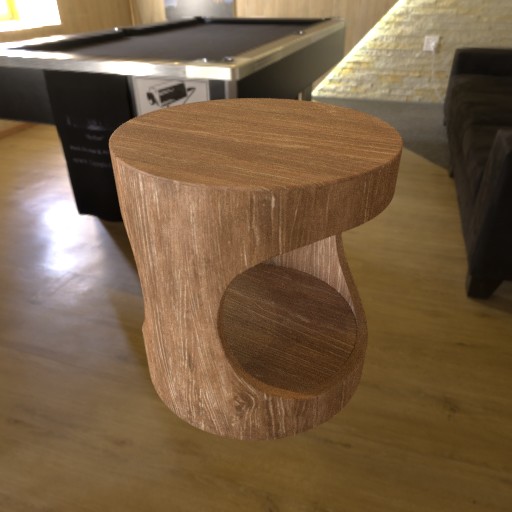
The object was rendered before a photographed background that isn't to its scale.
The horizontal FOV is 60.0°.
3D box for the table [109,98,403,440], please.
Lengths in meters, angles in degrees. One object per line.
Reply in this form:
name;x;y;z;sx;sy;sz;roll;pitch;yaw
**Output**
table;0.000;0.000;0.971;0.527;0.551;0.527;0;32;0
